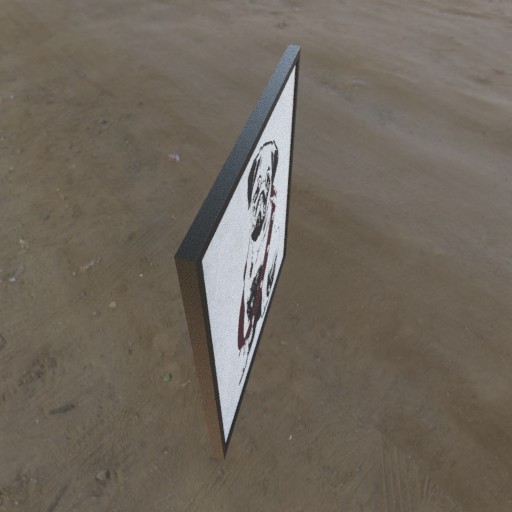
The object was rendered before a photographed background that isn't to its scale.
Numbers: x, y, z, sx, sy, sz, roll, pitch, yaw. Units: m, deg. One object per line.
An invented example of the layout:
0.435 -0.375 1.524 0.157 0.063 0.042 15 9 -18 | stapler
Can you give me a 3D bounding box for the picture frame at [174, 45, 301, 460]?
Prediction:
0.000 0.000 1.154 0.032 0.775 0.775 11 47 10 | picture frame
